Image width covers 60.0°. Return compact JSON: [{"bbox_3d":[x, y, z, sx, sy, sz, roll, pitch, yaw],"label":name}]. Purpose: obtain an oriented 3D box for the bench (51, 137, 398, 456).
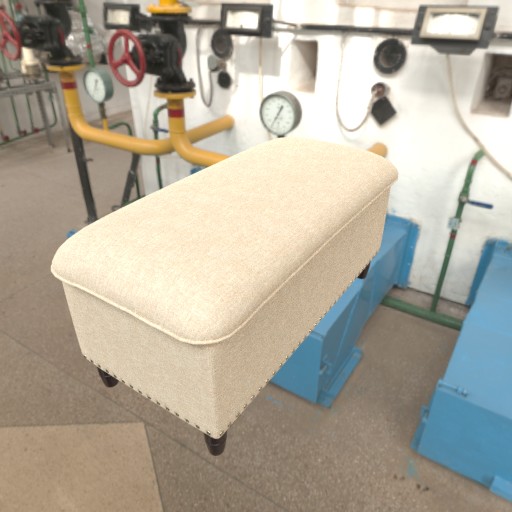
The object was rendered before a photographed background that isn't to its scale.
[{"bbox_3d":[0.000,0.000,1.267,0.483,0.483,0.991,19,37,28],"label":"bench"}]
